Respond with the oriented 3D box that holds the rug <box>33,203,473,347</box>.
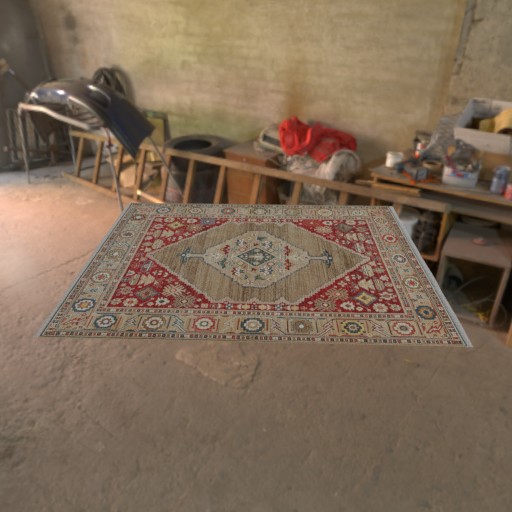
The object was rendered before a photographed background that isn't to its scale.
[{"bbox_3d":[0.000,0.000,4.200,3.143,0.008,2.451,1,30,2],"label":"rug"}]
